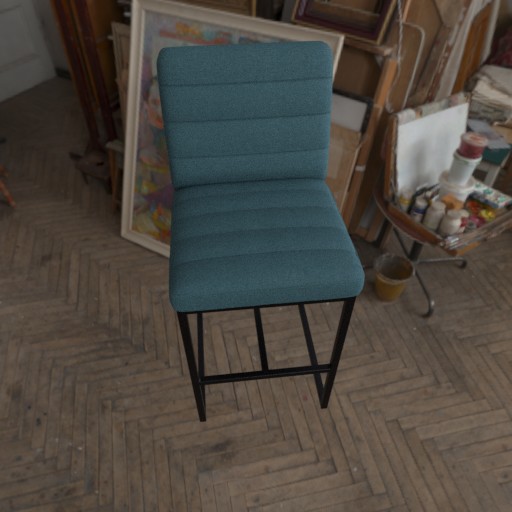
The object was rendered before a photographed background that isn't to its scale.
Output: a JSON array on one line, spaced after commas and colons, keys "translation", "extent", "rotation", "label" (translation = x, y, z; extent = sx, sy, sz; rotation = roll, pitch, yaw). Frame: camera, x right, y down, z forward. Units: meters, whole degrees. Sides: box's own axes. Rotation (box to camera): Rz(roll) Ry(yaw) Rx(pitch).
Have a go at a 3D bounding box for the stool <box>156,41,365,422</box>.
[{"translation": [0.000, 0.000, 1.321], "extent": [0.460, 1.040, 0.560], "rotation": [-5, 46, -4], "label": "stool"}]
